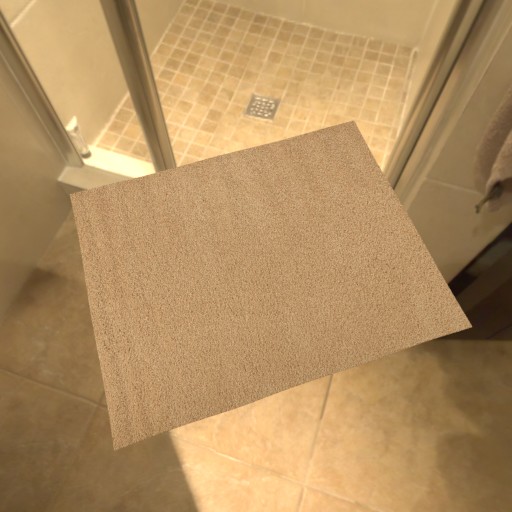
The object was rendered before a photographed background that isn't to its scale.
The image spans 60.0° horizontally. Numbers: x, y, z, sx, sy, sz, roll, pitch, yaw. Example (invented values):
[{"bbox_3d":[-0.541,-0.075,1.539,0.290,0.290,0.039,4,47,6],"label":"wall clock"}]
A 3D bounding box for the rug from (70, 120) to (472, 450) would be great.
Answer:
[{"bbox_3d":[0.000,0.000,4.000,3.000,0.026,2.400,-17,64,-8],"label":"rug"}]
